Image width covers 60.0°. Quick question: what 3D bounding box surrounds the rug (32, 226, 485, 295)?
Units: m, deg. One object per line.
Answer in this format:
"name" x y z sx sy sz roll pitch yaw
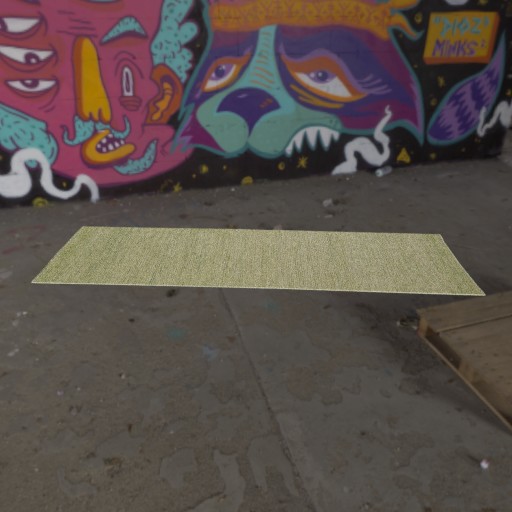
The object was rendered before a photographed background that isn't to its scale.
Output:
"rug" 0.000 0.000 2.572 2.340 0.013 0.686 1 29 3
